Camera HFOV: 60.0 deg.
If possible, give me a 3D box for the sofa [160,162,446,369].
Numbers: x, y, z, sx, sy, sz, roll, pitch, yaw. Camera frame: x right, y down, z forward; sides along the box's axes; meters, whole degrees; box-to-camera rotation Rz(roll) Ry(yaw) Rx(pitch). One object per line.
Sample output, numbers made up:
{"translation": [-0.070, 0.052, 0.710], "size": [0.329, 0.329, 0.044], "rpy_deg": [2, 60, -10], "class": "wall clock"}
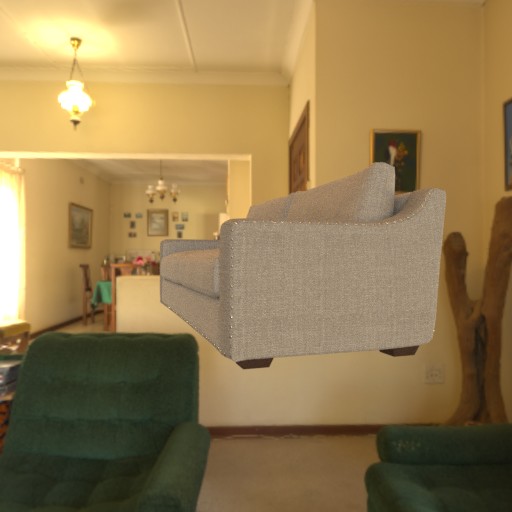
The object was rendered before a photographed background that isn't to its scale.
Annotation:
{"translation": [0.000, 0.000, 2.788], "size": [1.000, 0.857, 2.208], "rpy_deg": [0, 0, -19], "class": "sofa"}
